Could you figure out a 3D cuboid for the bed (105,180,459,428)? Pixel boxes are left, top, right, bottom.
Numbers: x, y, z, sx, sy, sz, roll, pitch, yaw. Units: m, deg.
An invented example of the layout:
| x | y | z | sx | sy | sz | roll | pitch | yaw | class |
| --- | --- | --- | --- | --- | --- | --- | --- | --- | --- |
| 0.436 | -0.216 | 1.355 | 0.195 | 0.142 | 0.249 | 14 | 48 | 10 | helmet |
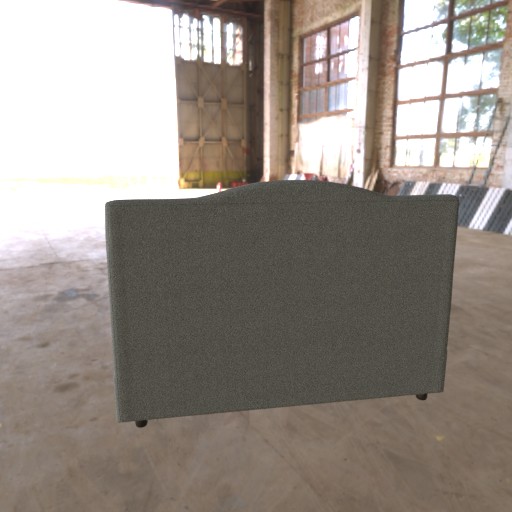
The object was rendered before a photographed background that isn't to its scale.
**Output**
| x | y | z | sx | sy | sz | roll | pitch | yaw | class |
| --- | --- | --- | --- | --- | --- | --- | --- | --- | --- |
| 0.000 | 0.000 | 3.905 | 2.161 | 1.457 | 2.689 | -2 | 13 | -9 | bed |
